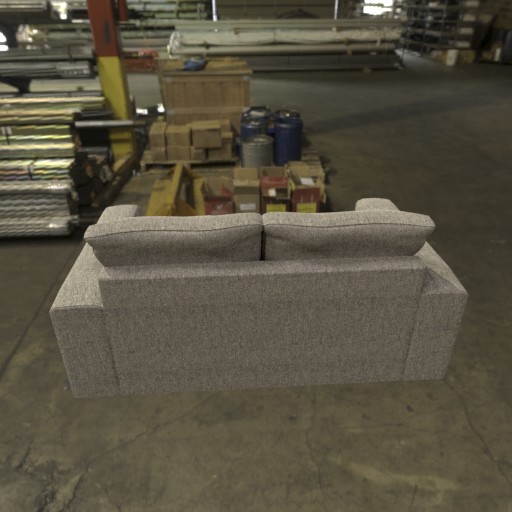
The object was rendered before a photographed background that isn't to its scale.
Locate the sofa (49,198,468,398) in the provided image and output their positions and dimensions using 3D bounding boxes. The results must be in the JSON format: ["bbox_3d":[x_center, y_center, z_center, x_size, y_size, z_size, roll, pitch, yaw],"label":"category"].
[{"bbox_3d":[0.000,0.000,2.360,1.758,0.877,1.094,-2,30,-3],"label":"sofa"}]
